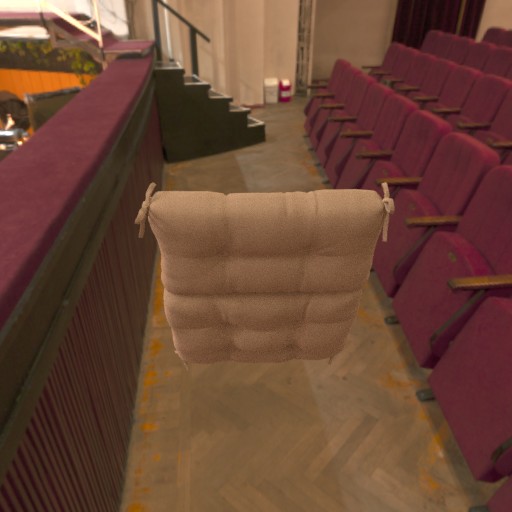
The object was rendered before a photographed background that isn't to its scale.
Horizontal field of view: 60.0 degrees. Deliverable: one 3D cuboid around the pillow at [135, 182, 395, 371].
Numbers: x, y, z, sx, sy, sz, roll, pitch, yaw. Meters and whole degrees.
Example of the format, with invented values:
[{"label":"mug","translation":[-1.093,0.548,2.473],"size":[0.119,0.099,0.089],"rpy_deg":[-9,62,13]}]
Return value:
[{"label":"pillow","translation":[0.000,0.000,1.471],"size":[0.526,0.863,1.016],"rpy_deg":[-1,31,-2]}]
